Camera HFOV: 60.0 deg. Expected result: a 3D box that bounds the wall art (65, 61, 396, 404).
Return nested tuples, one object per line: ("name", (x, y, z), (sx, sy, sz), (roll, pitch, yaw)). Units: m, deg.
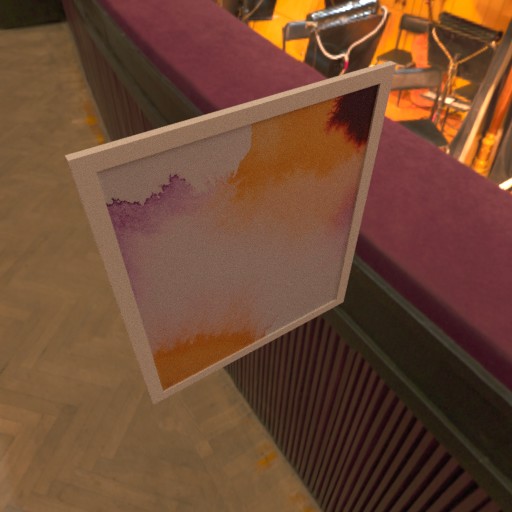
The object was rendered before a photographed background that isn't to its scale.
("wall art", (0.000, 0.000, 0.764), (0.482, 0.557, 0.012), (-24, 50, -22))
